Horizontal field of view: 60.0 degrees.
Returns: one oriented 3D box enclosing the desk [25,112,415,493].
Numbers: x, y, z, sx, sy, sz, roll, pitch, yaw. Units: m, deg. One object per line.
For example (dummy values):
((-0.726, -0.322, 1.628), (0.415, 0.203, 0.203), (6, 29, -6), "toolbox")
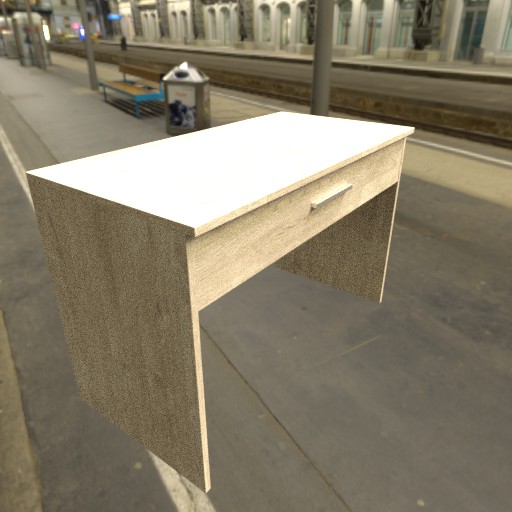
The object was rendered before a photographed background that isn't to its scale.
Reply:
((0.000, 0.000, 1.472), (0.560, 0.730, 1.100), (19, 33, 32), "desk")
